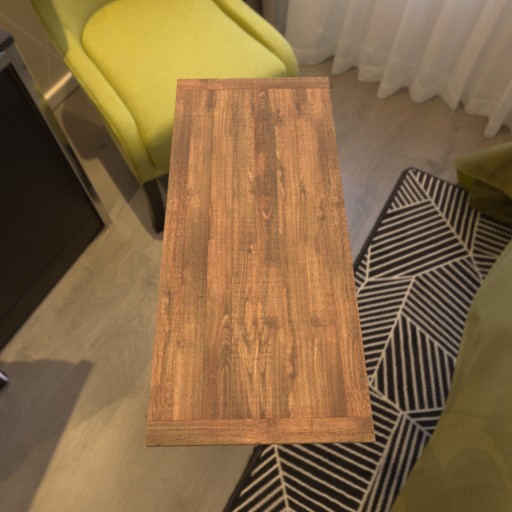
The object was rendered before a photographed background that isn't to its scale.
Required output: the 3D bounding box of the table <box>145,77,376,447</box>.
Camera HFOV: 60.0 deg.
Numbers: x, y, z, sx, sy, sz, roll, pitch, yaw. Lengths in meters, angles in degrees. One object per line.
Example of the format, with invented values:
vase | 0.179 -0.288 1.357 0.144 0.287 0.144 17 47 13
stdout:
table | 0.000 0.000 2.530 0.907 0.733 2.031 -1 63 0
